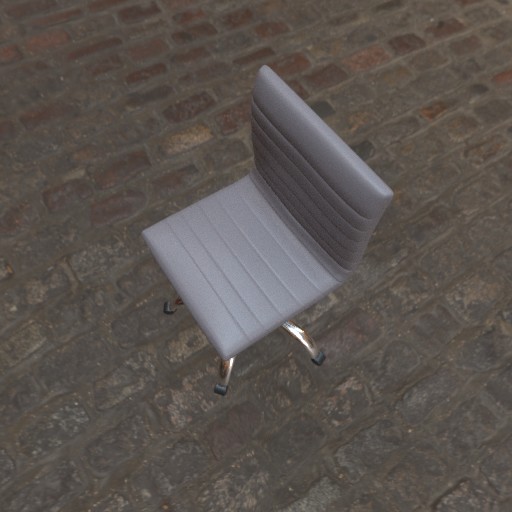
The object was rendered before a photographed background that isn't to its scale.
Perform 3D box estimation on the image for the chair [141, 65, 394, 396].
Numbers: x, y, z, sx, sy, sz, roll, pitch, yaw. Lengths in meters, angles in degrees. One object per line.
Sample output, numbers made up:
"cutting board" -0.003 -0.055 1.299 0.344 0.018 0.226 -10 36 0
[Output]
"chair" 0.000 0.000 1.138 0.530 0.780 0.556 -32 68 -15
